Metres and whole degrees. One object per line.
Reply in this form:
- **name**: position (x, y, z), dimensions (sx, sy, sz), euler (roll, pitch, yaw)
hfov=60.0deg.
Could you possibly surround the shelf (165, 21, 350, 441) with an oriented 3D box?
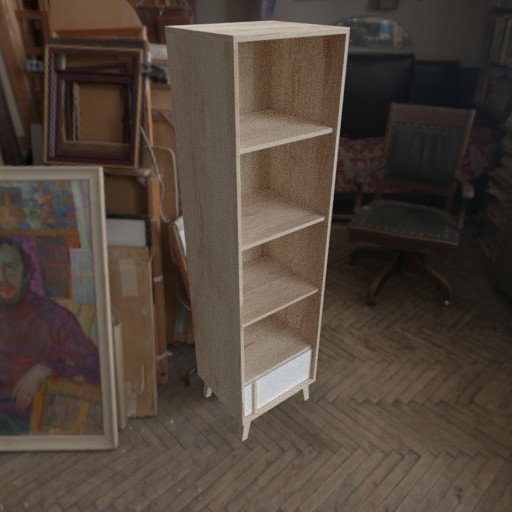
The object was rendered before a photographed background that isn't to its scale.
- **shelf**: position (0.000, 0.000, 2.129), dimensions (0.510, 1.960, 0.450), euler (-21, 37, -31)
